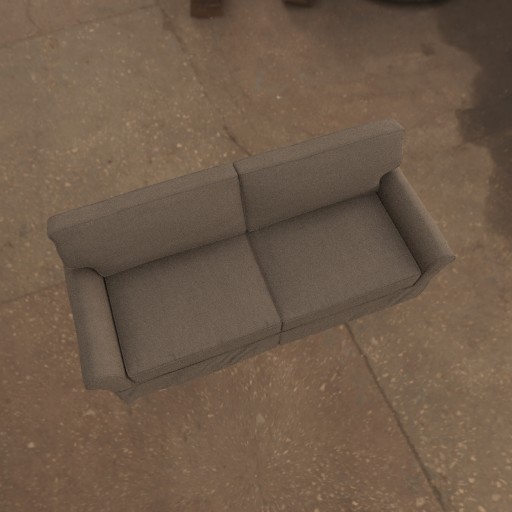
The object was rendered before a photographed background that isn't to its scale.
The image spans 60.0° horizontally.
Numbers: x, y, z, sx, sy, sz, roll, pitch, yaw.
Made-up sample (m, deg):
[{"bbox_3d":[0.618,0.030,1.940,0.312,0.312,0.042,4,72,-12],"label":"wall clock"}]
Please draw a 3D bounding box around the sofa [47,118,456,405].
[{"bbox_3d":[0.000,0.000,2.740,2.248,0.943,0.991,-18,65,-9],"label":"sofa"}]
